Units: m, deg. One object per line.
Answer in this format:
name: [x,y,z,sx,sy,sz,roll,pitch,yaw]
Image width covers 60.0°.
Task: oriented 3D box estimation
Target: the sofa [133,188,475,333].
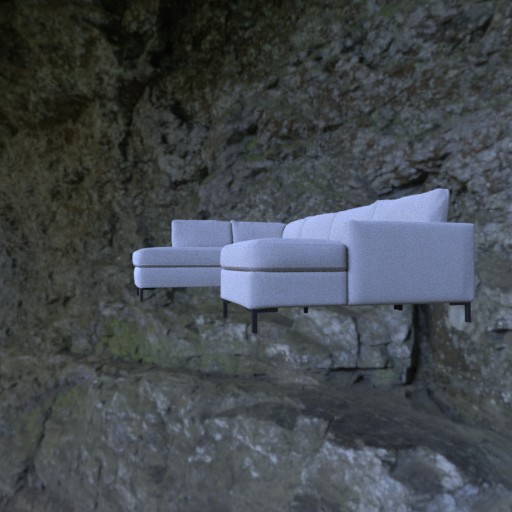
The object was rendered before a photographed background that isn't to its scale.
sofa: [0.000,0.000,3.883,1.989,0.862,2.984,0,-1,-18]
